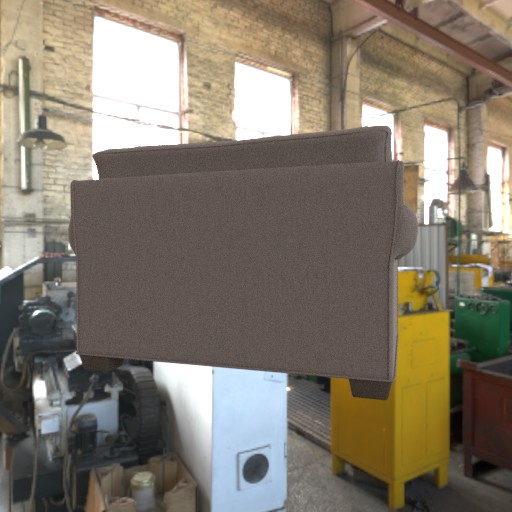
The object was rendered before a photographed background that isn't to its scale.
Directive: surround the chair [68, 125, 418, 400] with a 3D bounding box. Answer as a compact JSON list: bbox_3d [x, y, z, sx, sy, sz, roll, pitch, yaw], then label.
[{"bbox_3d":[0.000,0.000,2.032,1.390,0.930,0.930,0,1,18],"label":"chair"}]
